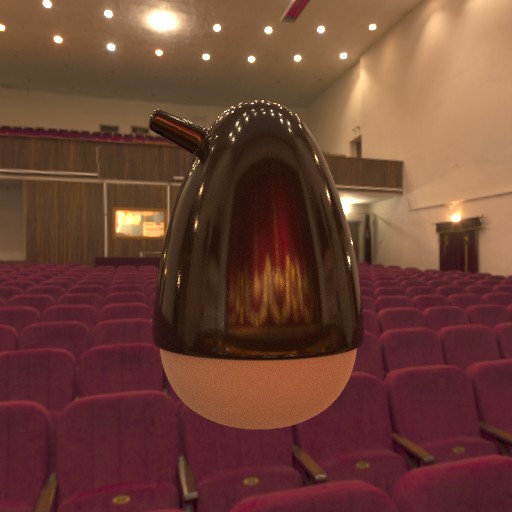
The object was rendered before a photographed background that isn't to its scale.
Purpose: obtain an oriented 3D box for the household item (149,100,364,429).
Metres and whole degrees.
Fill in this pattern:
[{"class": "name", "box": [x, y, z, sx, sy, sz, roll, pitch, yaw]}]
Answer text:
[{"class": "household item", "box": [0.000, 0.000, 0.219, 0.104, 0.152, 0.102, 0, -1, -16]}]
